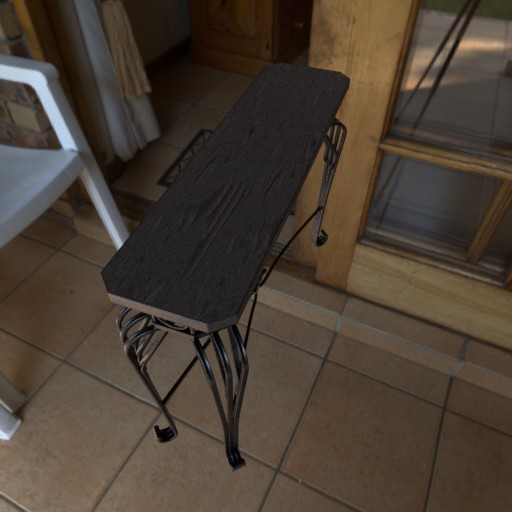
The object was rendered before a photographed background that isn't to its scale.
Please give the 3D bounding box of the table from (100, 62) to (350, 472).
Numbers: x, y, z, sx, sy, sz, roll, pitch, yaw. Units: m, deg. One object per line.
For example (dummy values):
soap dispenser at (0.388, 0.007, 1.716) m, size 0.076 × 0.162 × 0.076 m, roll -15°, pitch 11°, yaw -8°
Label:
table at (0.000, 0.000, 1.455) m, size 0.329 × 0.800 × 1.112 m, roll 15°, pitch 49°, yaw 14°
